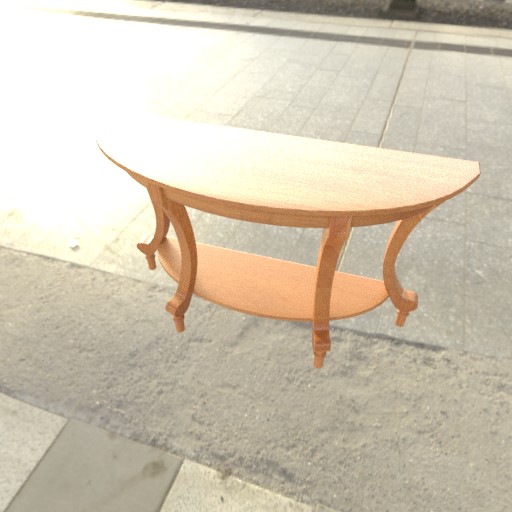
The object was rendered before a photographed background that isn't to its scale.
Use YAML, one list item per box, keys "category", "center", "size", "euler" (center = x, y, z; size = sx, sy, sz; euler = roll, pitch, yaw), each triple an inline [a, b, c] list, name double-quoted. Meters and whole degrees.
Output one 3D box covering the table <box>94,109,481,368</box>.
- category: "table"
  center: [0.000, 0.000, 1.472]
  size: [1.198, 0.692, 0.394]
  euler: [12, 43, 13]
